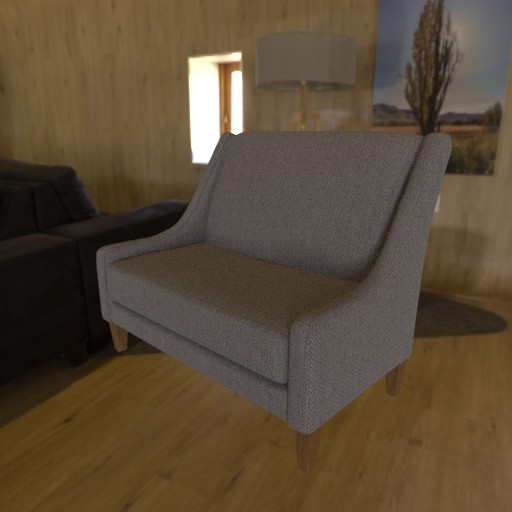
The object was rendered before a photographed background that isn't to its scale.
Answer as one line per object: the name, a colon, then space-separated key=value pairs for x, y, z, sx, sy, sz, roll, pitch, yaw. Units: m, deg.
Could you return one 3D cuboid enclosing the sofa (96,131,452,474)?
sofa: x=0.000 y=0.000 z=1.885 sx=1.242 sy=1.022 sz=0.873 roll=15 pitch=22 yaw=42
